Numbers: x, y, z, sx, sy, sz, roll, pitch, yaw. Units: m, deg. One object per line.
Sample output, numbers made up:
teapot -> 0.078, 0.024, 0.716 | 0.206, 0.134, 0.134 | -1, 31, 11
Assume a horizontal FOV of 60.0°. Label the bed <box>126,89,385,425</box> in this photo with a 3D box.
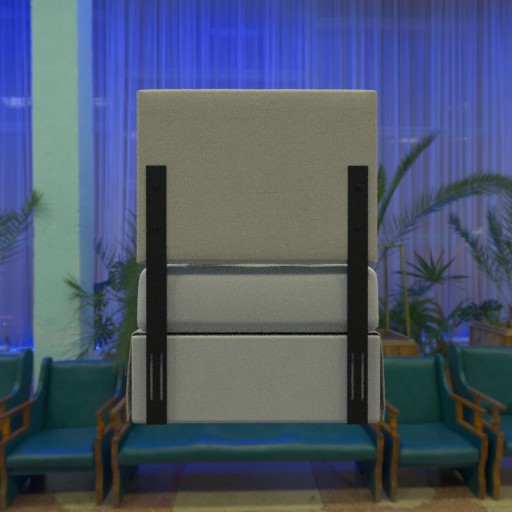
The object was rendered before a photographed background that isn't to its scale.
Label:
bed -> 0.000, 0.000, 3.050 | 1.261, 1.571, 1.997 | 0, 0, 0
